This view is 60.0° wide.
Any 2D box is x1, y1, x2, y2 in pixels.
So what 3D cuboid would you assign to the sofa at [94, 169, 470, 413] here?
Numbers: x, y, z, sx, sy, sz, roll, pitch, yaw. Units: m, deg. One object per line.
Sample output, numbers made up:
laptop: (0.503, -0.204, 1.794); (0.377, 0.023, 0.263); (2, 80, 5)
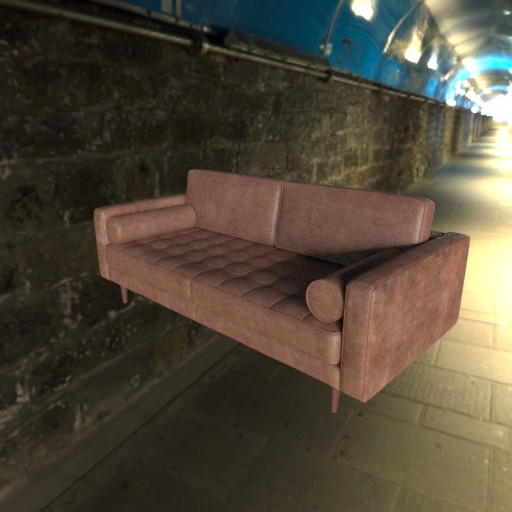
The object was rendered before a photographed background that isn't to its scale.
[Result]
sofa: (0.000, 0.000, 2.361); (1.870, 0.760, 0.910); (16, 24, 41)
